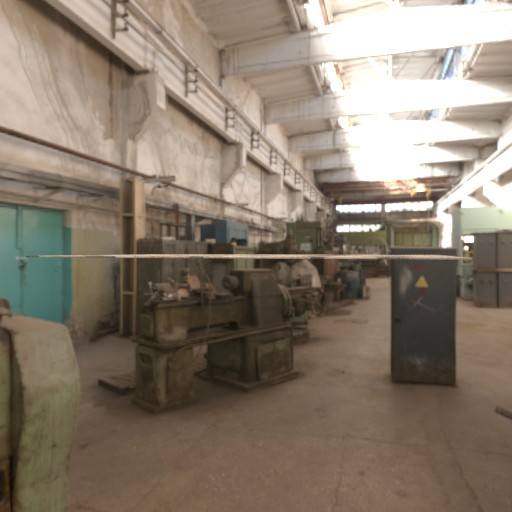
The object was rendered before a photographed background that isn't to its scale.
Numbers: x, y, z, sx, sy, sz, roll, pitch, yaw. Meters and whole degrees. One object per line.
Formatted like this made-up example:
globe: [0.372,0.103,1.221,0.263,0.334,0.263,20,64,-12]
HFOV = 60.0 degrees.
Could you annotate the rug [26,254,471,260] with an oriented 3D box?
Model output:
rug: [0.000,0.000,2.980,2.423,0.008,1.513,0,1,18]
